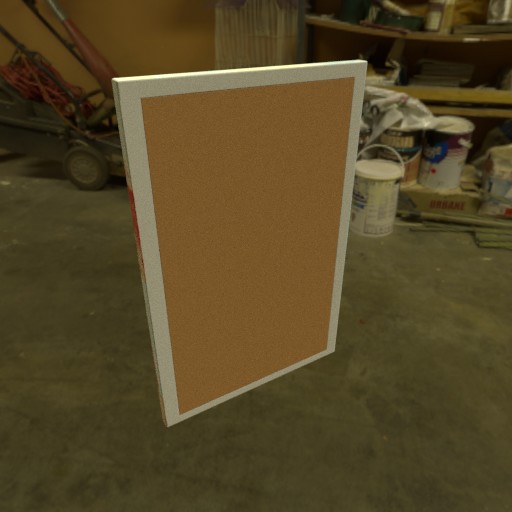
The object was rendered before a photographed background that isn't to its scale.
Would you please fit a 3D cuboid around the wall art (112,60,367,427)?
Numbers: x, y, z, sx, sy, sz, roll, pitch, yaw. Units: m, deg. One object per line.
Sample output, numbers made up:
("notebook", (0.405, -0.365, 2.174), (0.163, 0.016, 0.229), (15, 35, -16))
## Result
("wall art", (0.000, 0.000, 1.165), (0.605, 0.915, 0.037), (-17, 34, -27))
